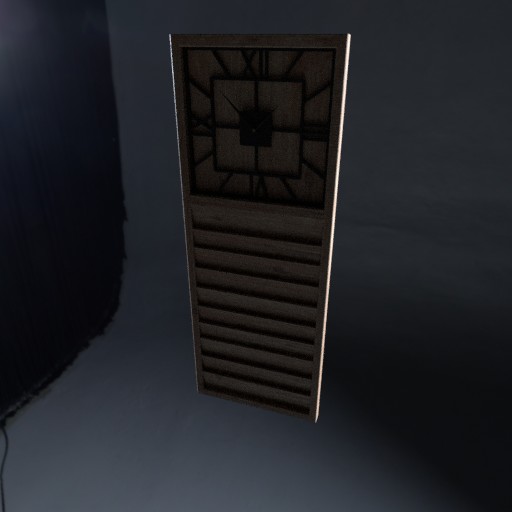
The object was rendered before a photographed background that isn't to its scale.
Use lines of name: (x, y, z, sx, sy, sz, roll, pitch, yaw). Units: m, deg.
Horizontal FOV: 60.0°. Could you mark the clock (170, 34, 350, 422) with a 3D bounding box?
clock: (0.000, 0.000, 1.078, 0.361, 0.965, 0.030, 9, 28, 17)
